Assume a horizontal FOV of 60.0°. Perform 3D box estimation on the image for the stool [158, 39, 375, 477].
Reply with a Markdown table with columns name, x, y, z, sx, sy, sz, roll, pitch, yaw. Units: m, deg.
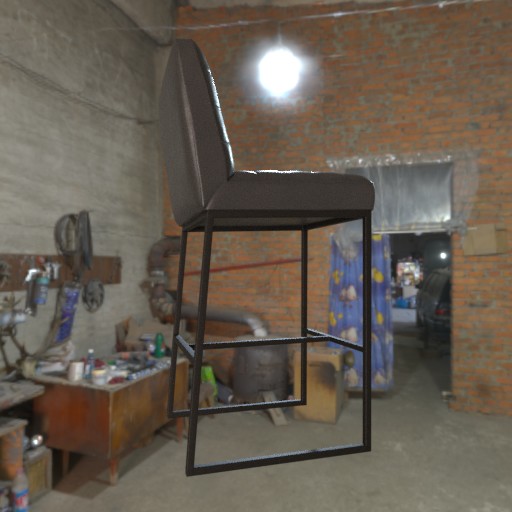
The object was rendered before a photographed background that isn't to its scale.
| name | x | y | z | sx | sy | sz | roll | pitch | yaw |
| --- | --- | --- | --- | --- | --- | --- | --- | --- | --- |
| stool | 0.000 | 0.000 | 1.319 | 0.552 | 1.040 | 0.457 | 1 | -2 | -17 |
